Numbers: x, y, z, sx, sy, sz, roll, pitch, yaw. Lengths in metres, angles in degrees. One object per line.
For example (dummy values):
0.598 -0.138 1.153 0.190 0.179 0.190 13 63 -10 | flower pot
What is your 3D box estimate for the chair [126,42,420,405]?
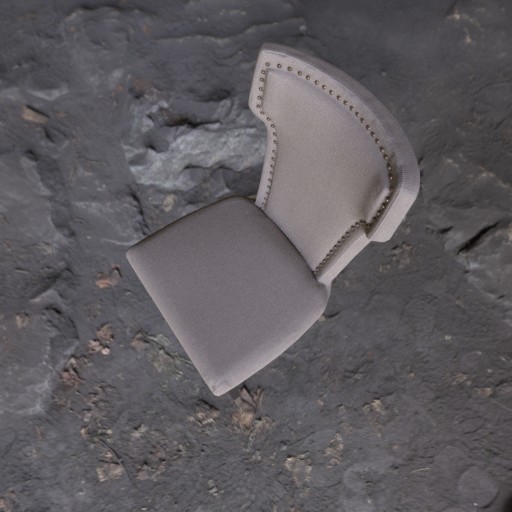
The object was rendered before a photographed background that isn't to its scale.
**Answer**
0.000 0.000 1.304 0.630 0.955 0.526 -32 69 -14 | chair
